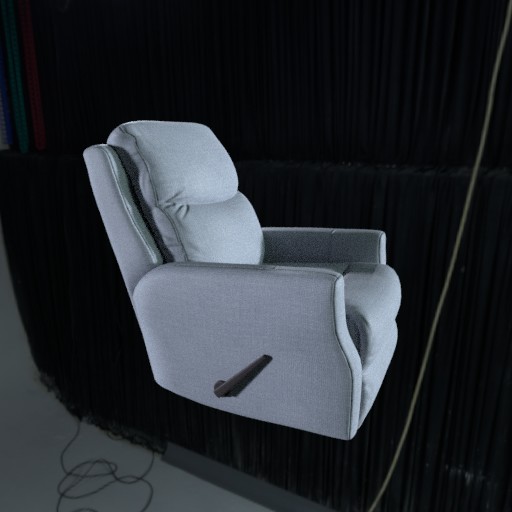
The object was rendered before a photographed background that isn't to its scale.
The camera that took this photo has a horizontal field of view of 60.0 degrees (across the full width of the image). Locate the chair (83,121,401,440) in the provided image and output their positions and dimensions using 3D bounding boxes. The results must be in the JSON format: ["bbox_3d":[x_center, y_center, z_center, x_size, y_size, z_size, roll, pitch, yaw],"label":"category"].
[{"bbox_3d":[0.000,0.000,1.759,1.080,1.030,0.829,7,17,25],"label":"chair"}]
